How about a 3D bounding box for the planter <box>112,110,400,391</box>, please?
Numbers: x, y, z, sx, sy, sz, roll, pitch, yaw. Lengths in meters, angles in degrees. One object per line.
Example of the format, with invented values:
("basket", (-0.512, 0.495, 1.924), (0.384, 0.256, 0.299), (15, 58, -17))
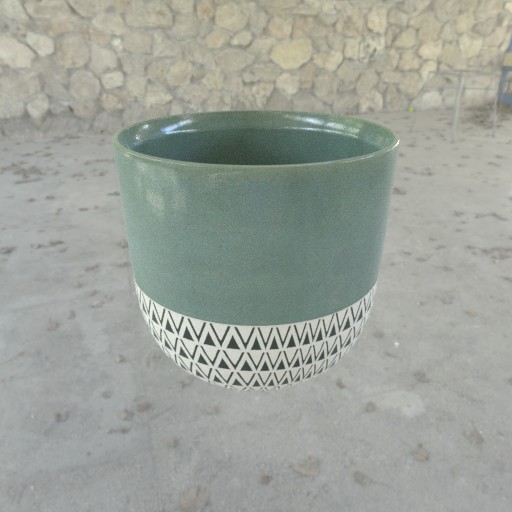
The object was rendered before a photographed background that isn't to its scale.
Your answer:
("planter", (0.000, 0.000, 0.485), (0.266, 0.270, 0.266), (0, 26, 0))
